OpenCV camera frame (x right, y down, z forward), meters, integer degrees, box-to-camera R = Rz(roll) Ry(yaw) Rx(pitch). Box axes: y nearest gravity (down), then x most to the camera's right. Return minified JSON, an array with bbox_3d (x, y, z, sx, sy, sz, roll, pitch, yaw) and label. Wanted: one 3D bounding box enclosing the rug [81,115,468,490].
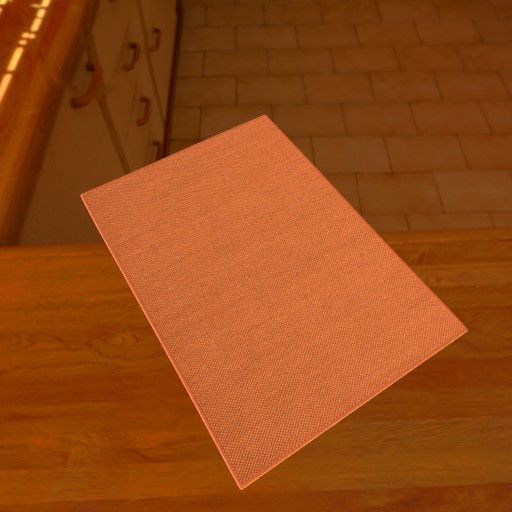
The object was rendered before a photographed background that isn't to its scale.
[{"bbox_3d":[0.000,0.000,2.786,1.524,0.013,2.134,-28,62,-16],"label":"rug"}]
